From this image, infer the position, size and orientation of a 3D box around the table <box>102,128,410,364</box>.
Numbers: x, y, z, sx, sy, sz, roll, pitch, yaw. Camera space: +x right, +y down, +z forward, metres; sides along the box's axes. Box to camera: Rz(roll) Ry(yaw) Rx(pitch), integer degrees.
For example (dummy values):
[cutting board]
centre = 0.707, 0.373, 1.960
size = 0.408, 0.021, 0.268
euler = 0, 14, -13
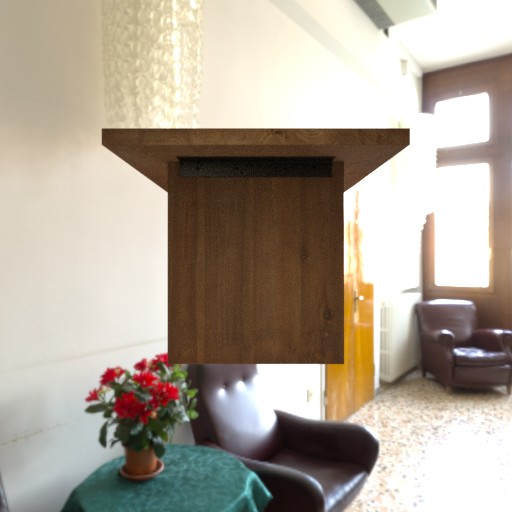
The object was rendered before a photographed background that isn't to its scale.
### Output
[table]
centre = 0.000, 0.000, 2.162
size = 0.946, 0.780, 1.609
euler = 0, 0, 0
